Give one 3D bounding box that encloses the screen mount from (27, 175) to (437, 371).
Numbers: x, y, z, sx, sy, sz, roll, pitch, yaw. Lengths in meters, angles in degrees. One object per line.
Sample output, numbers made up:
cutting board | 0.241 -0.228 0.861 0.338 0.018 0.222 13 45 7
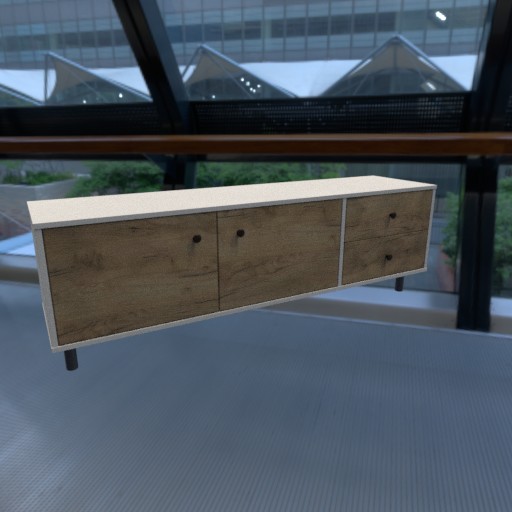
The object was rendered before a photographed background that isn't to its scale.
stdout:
screen mount | 0.000 0.000 1.817 1.600 0.520 0.418 -9 19 -27
